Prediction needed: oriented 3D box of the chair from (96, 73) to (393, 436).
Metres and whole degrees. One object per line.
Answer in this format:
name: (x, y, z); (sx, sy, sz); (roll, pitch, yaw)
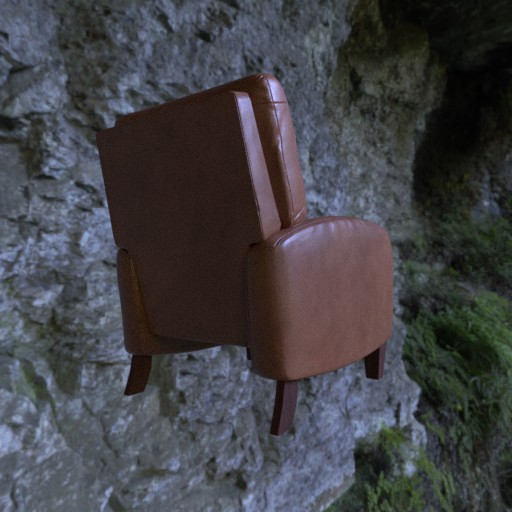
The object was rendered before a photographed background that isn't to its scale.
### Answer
chair: (0.000, 0.000, 1.670); (0.762, 0.990, 0.990); (-1, -2, 36)
